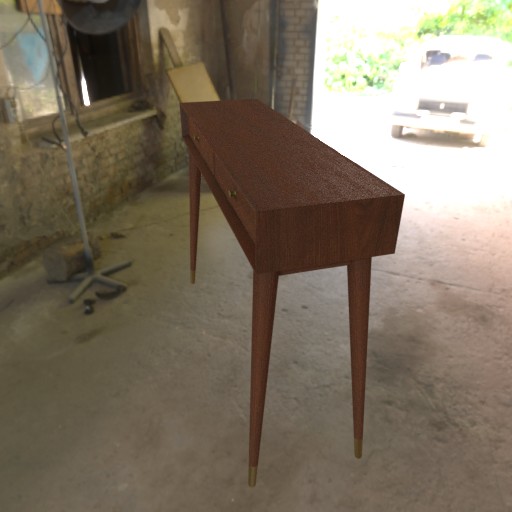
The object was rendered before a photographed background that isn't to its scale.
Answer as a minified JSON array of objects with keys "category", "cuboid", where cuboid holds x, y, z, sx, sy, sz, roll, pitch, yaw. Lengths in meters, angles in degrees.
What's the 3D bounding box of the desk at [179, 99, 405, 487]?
[{"category":"desk","cuboid":[0.000,0.000,1.673,0.384,0.917,1.204,-8,31,-14]}]
